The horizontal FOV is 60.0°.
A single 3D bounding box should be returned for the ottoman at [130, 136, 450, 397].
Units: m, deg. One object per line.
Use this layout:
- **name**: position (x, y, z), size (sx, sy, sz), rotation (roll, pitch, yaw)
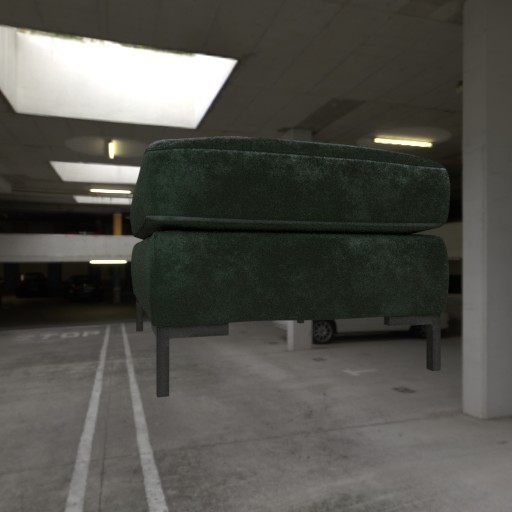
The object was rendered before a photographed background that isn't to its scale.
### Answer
- **ottoman**: position (0.000, 0.000, 1.319), size (0.701, 0.538, 0.839), rotation (0, 0, -18)
